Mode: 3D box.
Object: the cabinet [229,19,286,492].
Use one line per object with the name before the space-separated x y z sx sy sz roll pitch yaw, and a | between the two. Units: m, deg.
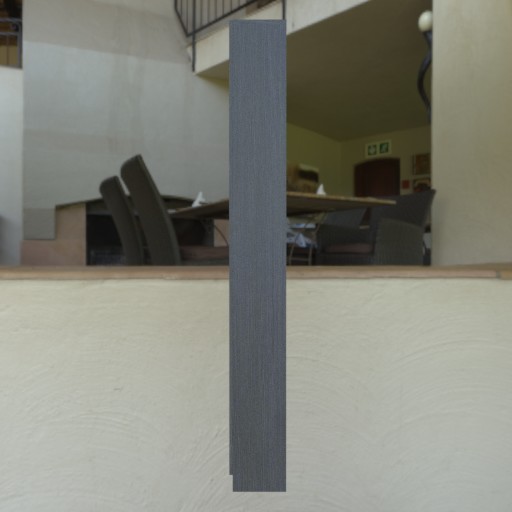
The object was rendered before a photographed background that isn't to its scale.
cabinet | 0.000 0.000 1.930 0.230 1.790 0.500 0 0 0
